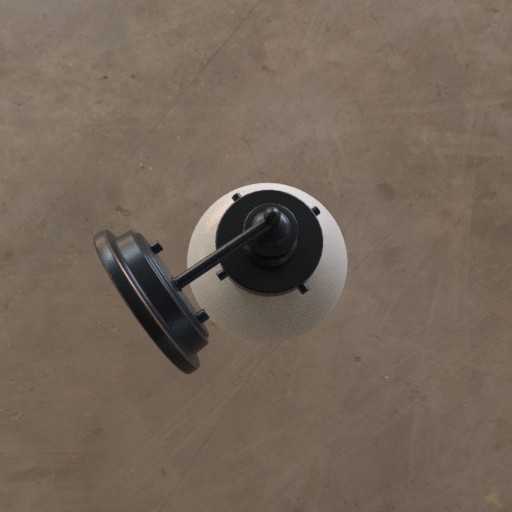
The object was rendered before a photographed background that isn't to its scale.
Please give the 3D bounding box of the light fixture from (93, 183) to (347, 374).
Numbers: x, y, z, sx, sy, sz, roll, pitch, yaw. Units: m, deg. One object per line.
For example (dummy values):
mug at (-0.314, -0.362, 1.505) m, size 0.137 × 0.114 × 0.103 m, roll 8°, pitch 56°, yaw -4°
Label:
light fixture at (0.000, 0.000, 0.480) m, size 0.230 × 0.332 × 0.197 m, roll -34°, pitch 79°, yaw -8°
